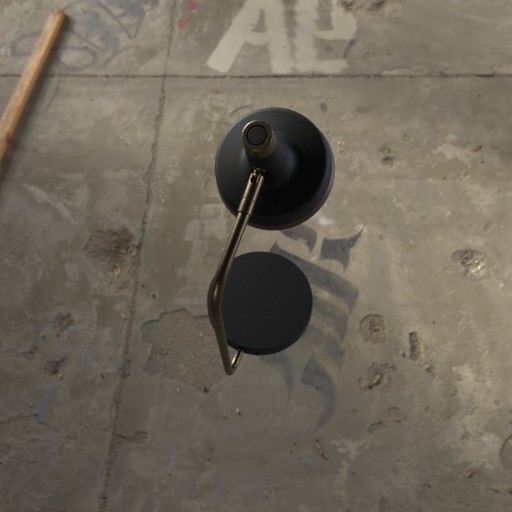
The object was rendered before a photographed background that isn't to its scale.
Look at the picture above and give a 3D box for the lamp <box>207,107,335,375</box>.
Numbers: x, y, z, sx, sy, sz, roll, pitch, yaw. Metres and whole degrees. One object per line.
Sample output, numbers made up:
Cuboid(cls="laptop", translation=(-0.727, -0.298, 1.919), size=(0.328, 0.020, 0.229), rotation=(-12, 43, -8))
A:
Cuboid(cls="lamp", translation=(0.000, 0.000, 0.507), size=(0.162, 0.385, 0.218), rotation=(18, 64, 9))
